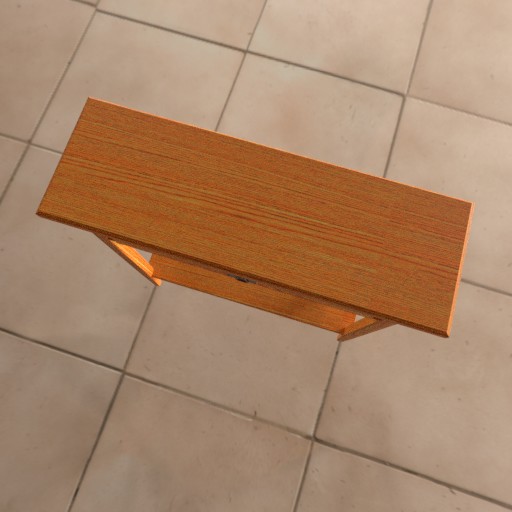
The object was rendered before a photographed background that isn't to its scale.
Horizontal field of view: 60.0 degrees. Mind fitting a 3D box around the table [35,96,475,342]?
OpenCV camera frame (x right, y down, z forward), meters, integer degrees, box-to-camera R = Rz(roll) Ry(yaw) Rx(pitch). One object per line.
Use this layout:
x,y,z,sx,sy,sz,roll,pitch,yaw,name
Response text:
0.000,0.000,1.146,0.762,0.711,0.254,16,76,4,table
